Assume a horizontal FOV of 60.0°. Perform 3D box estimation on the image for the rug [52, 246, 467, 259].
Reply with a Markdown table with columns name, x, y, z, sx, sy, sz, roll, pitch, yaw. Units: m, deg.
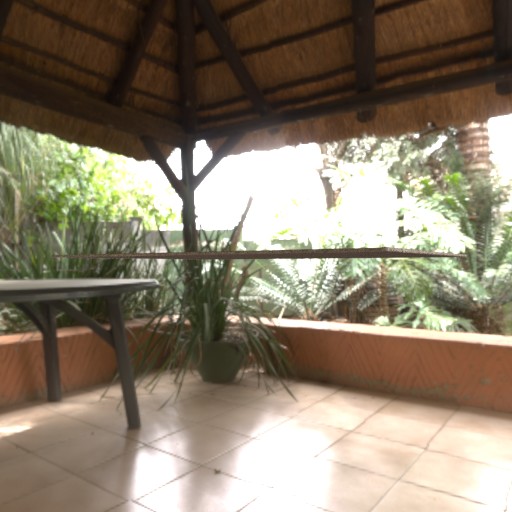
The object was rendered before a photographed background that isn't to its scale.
| name | x | y | z | sx | sy | sz | roll | pitch | yaw |
| --- | --- | --- | --- | --- | --- | --- | --- | --- | --- |
| rug | 0.000 | 0.000 | 2.339 | 1.832 | 0.016 | 1.224 | -1 | -1 | 36 |
